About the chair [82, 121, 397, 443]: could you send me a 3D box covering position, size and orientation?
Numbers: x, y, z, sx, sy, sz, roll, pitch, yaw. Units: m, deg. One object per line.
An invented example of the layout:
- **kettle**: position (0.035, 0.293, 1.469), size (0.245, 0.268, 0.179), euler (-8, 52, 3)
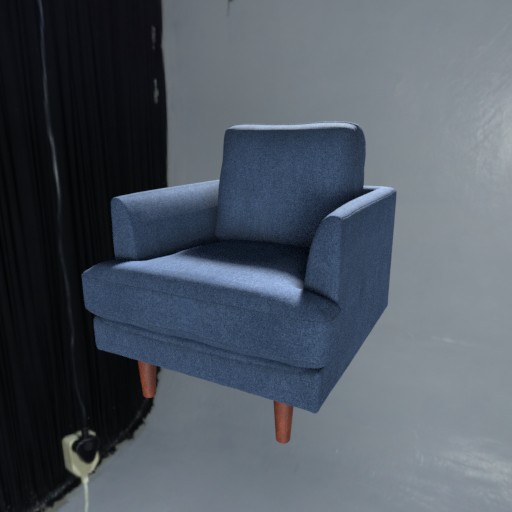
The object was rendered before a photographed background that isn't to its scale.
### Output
- **chair**: position (0.000, 0.000, 1.627), size (0.858, 0.957, 0.899), euler (8, 17, 27)
